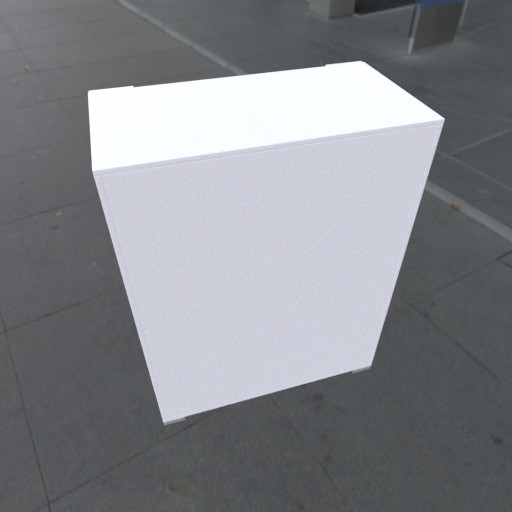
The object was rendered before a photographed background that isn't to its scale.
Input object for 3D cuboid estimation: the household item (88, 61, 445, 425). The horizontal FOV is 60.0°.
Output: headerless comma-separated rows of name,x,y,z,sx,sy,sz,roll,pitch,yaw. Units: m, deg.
household item,0.000,0.000,1.430,0.790,1.010,0.420,-11,43,-13
